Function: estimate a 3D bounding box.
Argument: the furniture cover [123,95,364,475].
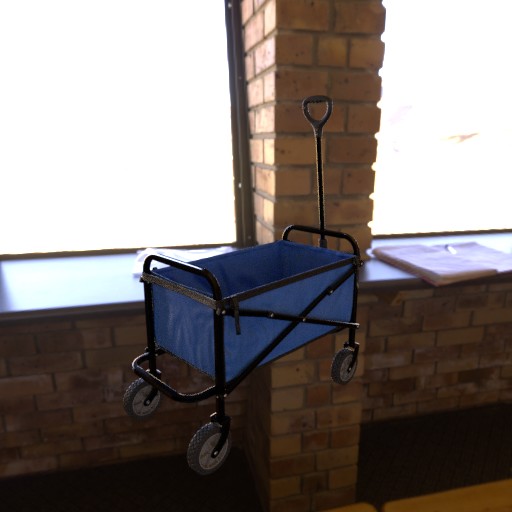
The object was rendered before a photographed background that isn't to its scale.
[{"bbox_3d":[0.000,0.000,1.823,1.038,1.295,0.532,-14,20,-43],"label":"furniture cover"}]
